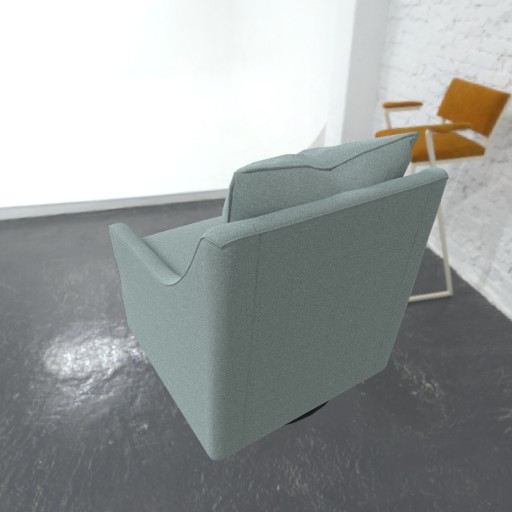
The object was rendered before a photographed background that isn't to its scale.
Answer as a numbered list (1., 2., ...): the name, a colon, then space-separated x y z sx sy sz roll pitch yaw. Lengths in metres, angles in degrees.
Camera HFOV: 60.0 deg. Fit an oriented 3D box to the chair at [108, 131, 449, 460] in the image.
1. chair: 0.000 0.000 1.530 0.760 0.926 0.870 -18 35 -28
